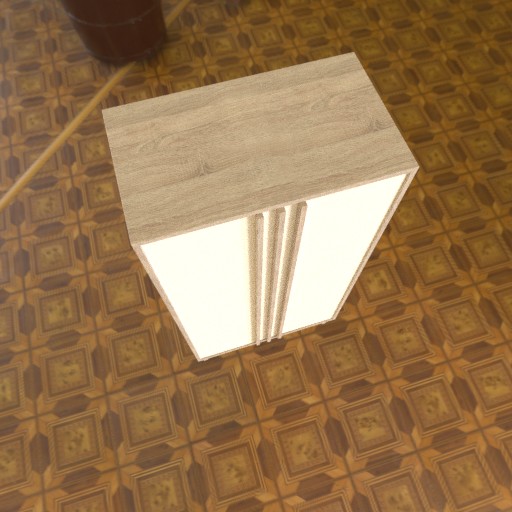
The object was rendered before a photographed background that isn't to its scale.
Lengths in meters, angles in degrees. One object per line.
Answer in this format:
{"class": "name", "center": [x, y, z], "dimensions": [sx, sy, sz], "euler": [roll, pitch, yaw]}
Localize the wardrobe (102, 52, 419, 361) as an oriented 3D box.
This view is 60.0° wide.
{"class": "wardrobe", "center": [0.000, 0.000, 2.458], "dimensions": [1.000, 1.960, 0.600], "euler": [-16, 66, -7]}
